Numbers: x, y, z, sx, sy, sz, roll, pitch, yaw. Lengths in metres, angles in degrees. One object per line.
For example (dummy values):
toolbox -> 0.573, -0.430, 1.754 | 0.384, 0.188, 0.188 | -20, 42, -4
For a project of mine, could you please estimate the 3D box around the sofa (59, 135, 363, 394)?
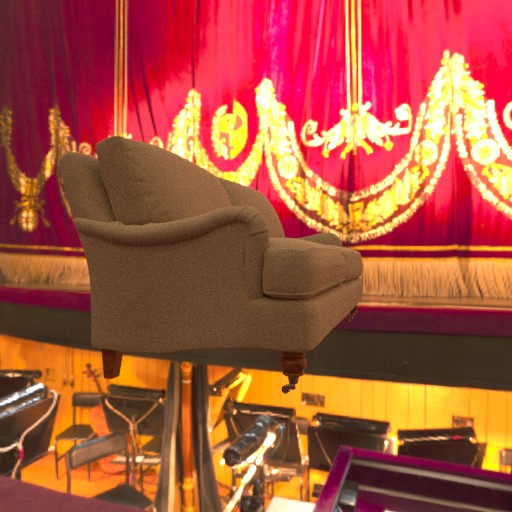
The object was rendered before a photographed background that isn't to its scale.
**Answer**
sofa -> 0.000, 0.000, 2.603 | 1.091, 0.997, 2.070 | 0, 0, 19
